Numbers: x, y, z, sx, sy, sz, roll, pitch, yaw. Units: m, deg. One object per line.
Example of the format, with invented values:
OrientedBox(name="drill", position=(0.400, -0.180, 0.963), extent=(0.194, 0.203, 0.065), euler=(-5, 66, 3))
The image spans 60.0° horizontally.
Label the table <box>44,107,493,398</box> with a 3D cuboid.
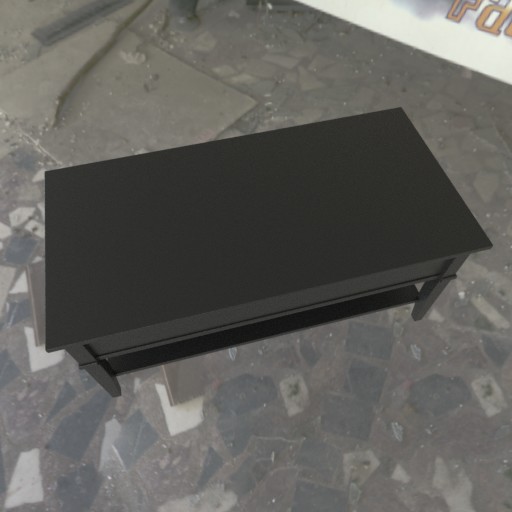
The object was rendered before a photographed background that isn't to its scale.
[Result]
OrientedBox(name="table", position=(0.000, 0.000, 1.327), extent=(1.044, 0.470, 0.523), euler=(-12, 58, -8))
